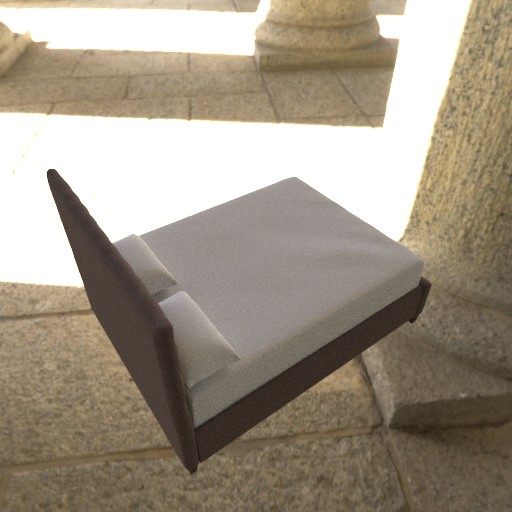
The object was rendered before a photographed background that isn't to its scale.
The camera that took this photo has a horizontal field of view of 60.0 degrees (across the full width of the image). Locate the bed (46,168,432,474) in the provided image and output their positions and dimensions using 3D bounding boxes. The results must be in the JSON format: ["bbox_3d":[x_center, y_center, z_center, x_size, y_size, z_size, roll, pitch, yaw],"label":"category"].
[{"bbox_3d":[0.000,0.000,3.325,2.233,1.426,1.696,-25,47,-26],"label":"bed"}]
